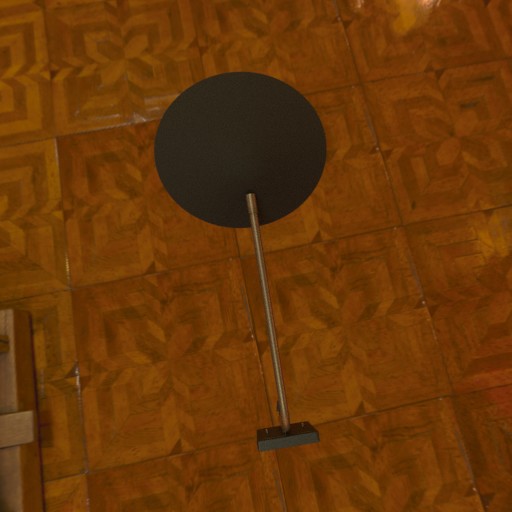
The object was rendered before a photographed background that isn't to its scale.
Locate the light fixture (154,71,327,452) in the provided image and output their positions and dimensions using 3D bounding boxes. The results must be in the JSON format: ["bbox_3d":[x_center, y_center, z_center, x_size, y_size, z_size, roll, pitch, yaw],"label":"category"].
[{"bbox_3d":[0.000,0.000,0.660,0.240,0.312,0.516,-9,76,-2],"label":"light fixture"}]
